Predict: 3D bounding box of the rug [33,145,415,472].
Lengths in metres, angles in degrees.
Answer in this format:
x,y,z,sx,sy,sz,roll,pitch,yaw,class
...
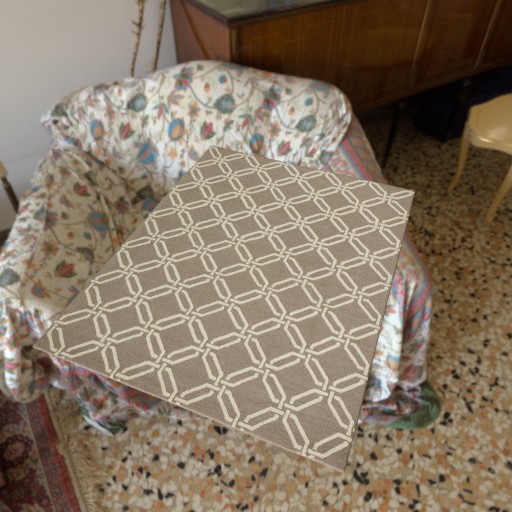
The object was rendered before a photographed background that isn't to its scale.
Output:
x,y,z,sx,sy,sz,roll,pitch,yaw,class
0.000,0.000,3.817,2.288,0.018,2.895,16,48,15,rug
